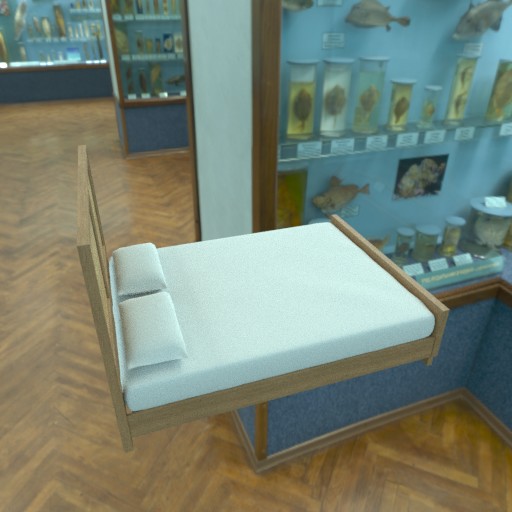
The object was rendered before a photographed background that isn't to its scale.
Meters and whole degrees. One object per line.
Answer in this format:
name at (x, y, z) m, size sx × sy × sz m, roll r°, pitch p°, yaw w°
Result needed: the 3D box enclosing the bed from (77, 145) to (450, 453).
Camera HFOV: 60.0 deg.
bed at (0.000, 0.000, 3.221) m, size 2.184 × 1.387 × 1.606 m, roll -10°, pitch 31°, yaw -16°
